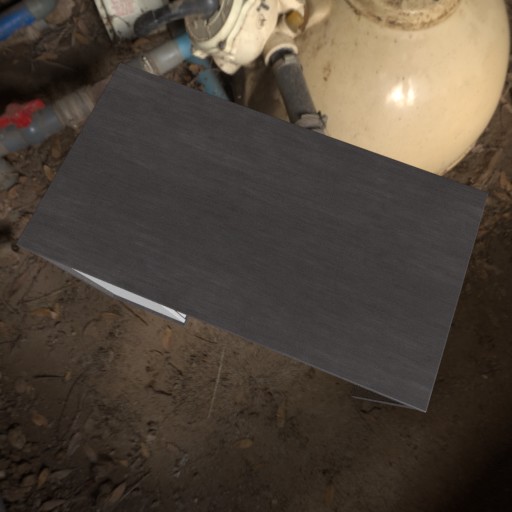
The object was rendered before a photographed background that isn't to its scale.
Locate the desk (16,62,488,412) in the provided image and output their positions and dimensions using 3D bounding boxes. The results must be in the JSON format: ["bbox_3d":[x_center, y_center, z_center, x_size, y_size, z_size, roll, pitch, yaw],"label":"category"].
[{"bbox_3d":[0.000,0.000,1.527,1.100,0.750,0.600,21,76,6],"label":"desk"}]
